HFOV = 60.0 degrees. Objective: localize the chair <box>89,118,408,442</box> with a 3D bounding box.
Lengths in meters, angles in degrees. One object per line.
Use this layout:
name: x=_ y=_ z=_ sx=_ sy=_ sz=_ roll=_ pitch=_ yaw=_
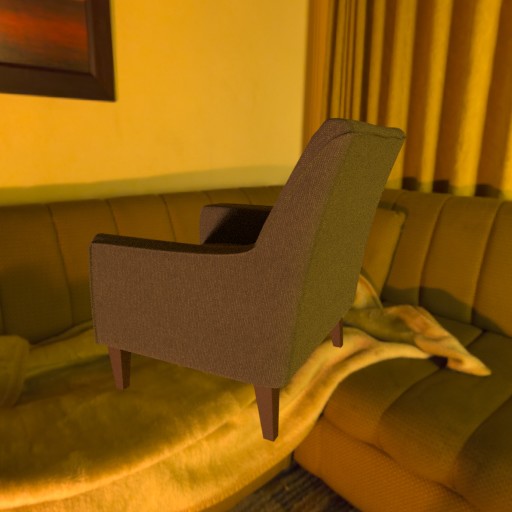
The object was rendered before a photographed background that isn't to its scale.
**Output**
chair: x=0.000 y=0.000 z=1.630 sx=0.899 sy=0.919 sz=0.780 roll=7 pitch=16 yaw=26
